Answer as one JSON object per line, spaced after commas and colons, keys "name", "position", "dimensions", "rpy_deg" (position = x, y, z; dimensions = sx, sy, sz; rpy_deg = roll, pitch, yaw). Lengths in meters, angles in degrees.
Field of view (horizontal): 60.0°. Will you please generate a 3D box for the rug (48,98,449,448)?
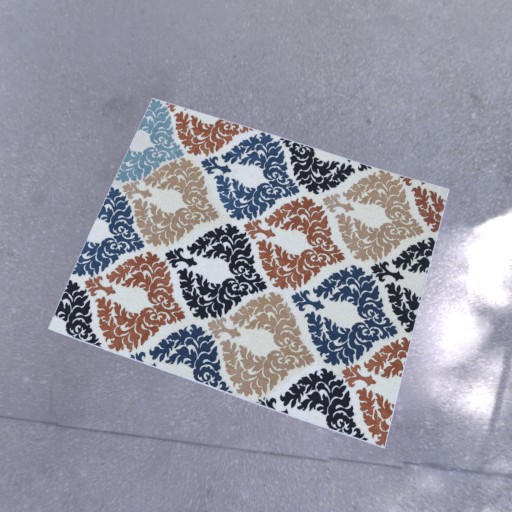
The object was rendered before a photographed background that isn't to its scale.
{"name": "rug", "position": [0.000, 0.000, 4.025], "dimensions": [3.040, 0.014, 2.423], "rpy_deg": [18, 77, 5]}
